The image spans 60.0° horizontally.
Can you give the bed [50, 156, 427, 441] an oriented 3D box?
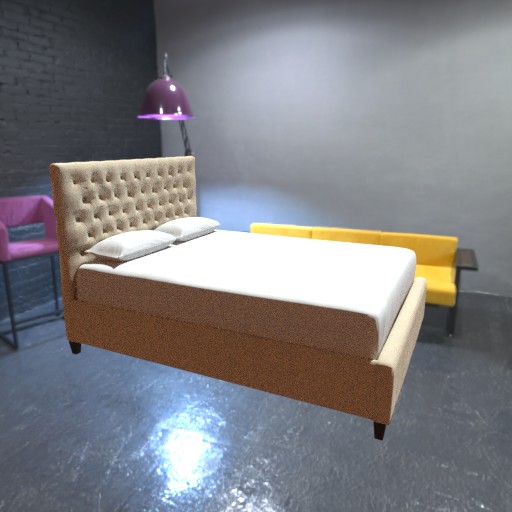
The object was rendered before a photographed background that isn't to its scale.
[{"bbox_3d":[0.000,0.000,3.423,2.387,1.427,1.698,7,16,25],"label":"bed"}]
